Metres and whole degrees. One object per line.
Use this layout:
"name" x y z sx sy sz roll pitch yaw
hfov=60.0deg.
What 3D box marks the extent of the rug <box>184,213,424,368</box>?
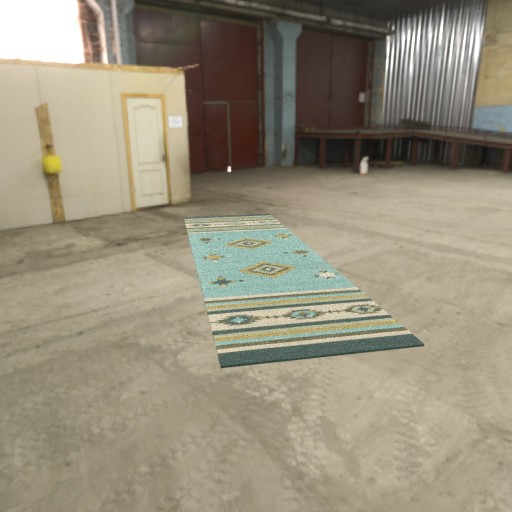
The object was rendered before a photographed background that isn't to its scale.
"rug" 0.000 0.000 2.681 0.744 0.010 2.441 -3 17 -11
